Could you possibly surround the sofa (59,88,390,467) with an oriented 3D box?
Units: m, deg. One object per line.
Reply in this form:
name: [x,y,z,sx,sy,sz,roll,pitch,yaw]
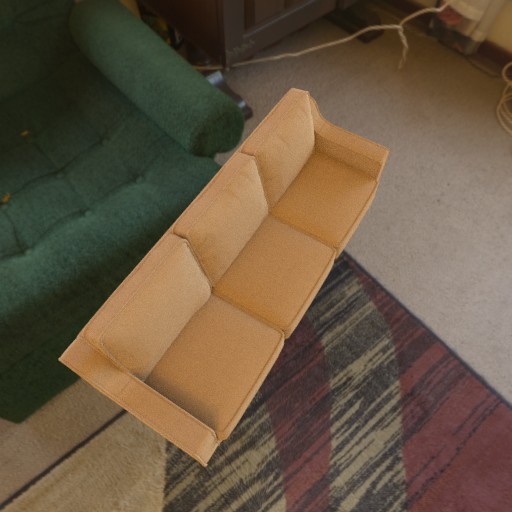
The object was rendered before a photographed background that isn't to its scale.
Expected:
sofa: [0.000,0.000,2.584,0.791,0.902,2.131,28,64,15]
